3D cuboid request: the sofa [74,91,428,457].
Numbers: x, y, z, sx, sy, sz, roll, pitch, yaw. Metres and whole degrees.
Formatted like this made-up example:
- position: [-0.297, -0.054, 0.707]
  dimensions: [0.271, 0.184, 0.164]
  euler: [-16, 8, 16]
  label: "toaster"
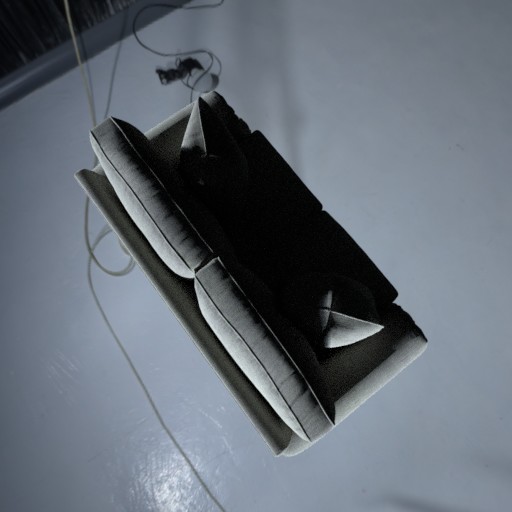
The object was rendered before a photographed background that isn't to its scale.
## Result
- position: [0.000, 0.000, 2.245]
  dimensions: [0.966, 0.966, 1.701]
  euler: [-37, 78, -9]
  label: "sofa"
